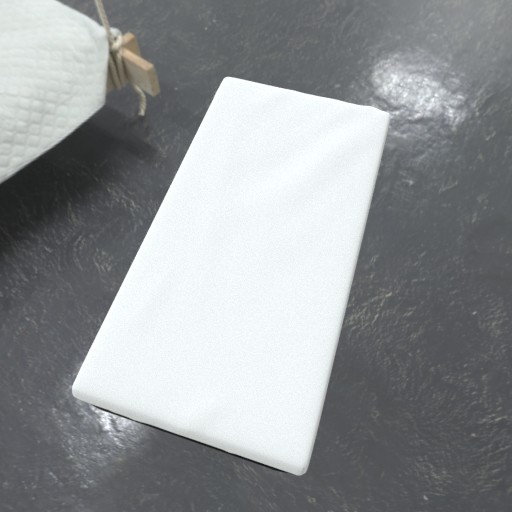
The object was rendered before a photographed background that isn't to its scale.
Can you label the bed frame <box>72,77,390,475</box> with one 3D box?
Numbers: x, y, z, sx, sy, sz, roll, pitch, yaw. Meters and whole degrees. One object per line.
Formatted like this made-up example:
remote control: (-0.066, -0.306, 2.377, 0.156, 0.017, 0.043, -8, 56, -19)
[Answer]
bed frame: (0.000, 0.000, 2.338, 0.989, 0.619, 1.903, 16, 64, 8)
